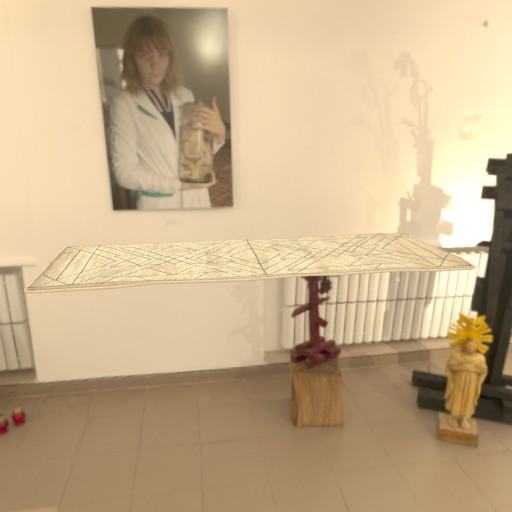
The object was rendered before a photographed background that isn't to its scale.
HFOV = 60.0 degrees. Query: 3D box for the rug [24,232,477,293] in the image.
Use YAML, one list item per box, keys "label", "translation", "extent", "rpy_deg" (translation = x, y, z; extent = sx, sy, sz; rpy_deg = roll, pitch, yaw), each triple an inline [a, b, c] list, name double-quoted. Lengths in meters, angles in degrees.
- label: "rug"
  translation: [0.000, 0.000, 2.683]
  extent: [2.381, 0.036, 0.831]
  rpy_deg: [-3, 16, -9]
